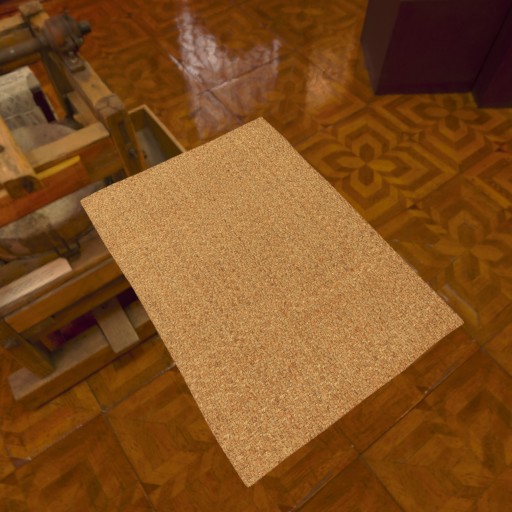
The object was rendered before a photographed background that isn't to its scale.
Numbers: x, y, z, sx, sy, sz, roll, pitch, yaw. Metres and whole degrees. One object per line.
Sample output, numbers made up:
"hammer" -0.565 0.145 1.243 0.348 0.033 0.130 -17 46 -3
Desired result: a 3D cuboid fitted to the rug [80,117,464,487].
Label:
"rug" 0.000 0.000 2.830 1.566 0.013 2.141 -30 62 -18
